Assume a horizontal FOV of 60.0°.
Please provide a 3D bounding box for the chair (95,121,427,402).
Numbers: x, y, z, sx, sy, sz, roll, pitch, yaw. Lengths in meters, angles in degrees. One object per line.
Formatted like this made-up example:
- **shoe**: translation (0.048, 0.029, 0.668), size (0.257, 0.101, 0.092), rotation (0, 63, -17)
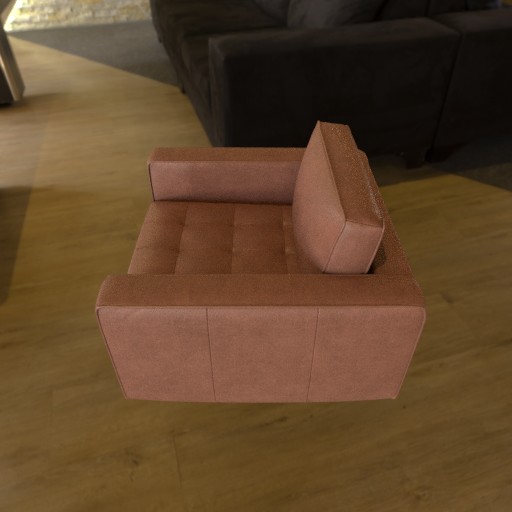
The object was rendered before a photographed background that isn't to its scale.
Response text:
- **chair**: translation (0.000, 0.000, 1.585), size (0.900, 0.770, 0.920), rotation (0, 41, 0)
